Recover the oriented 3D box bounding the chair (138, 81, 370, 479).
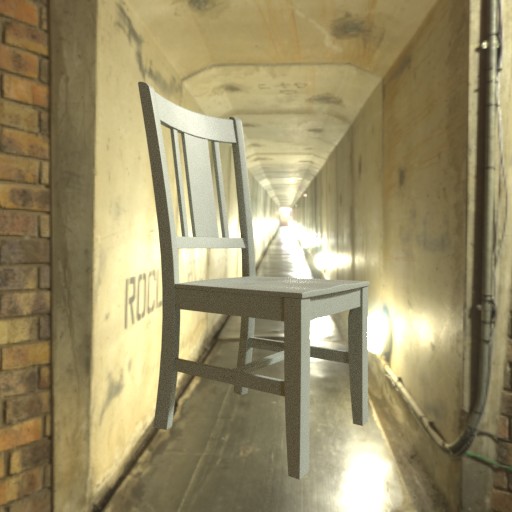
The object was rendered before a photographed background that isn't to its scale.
[{"bbox_3d":[0.000,0.000,1.312,0.555,0.998,0.450,1,2,36],"label":"chair"}]
